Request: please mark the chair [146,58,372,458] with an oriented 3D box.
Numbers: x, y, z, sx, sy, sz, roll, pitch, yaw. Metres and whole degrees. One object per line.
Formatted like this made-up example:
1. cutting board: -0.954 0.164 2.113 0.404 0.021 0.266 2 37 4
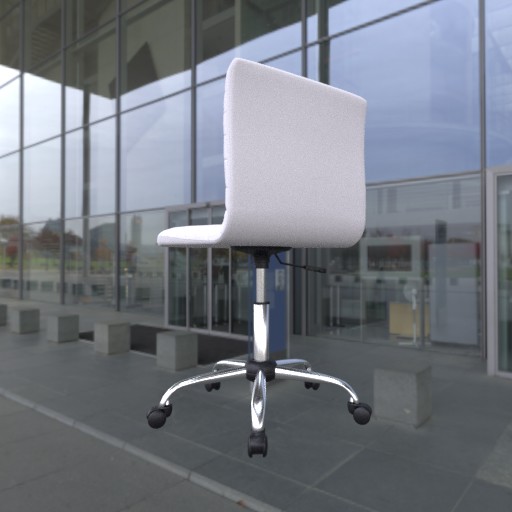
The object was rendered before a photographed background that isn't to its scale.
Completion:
1. chair: 0.000 0.000 1.076 0.520 0.750 0.455 1 -1 -36
